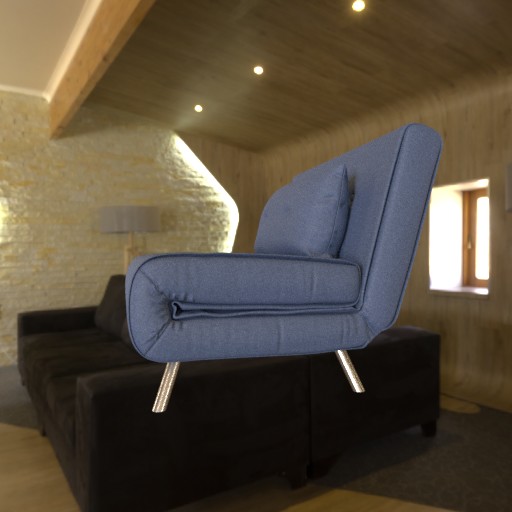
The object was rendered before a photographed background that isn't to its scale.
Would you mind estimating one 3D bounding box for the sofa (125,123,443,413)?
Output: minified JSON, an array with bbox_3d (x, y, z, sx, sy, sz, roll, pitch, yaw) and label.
[{"bbox_3d":[0.000,0.000,1.766,0.996,0.860,0.999,0,0,-17],"label":"sofa"}]
